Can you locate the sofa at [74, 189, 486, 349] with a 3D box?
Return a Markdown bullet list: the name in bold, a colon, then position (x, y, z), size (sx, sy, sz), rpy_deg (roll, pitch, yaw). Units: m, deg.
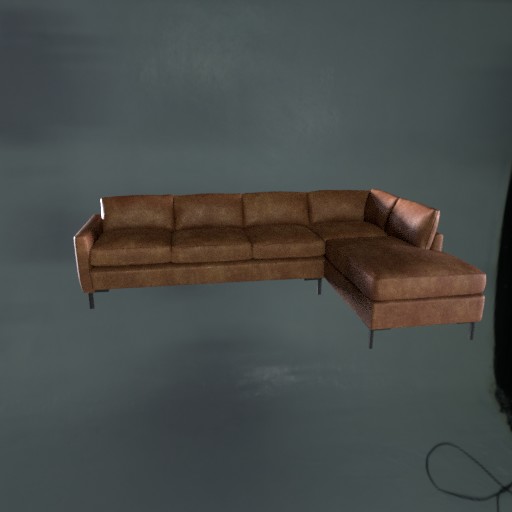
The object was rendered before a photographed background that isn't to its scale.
- **sofa**: position (0.000, 0.000, 3.775), size (2.984, 0.877, 1.938), rpy_deg (-3, 17, -9)
